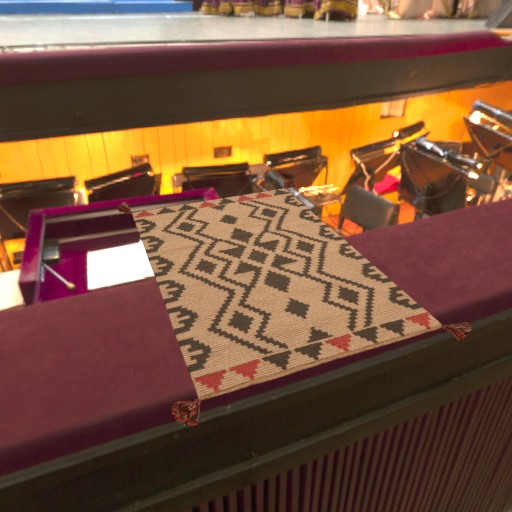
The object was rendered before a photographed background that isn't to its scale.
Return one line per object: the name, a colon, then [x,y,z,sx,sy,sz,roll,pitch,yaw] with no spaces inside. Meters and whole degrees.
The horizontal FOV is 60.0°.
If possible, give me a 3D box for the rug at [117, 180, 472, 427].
rug: [0.000,0.000,2.674,1.444,0.067,2.069,-12,33,-18]
